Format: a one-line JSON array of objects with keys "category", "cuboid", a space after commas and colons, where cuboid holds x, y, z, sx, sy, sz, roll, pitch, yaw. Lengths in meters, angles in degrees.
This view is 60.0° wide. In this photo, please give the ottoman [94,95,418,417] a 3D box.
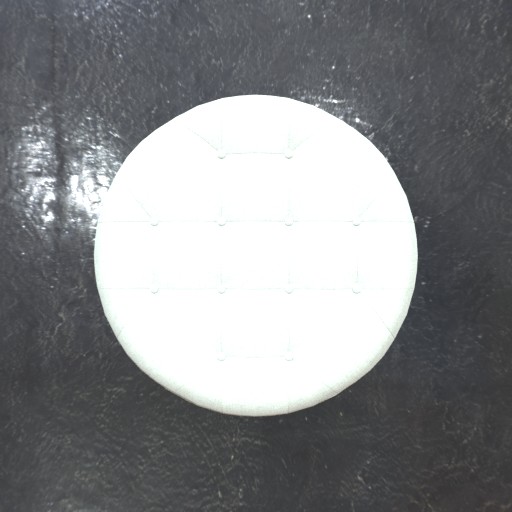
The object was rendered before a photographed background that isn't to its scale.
[{"category": "ottoman", "cuboid": [0.000, 0.000, 1.337, 0.850, 0.483, 0.850, 0, 90, 1]}]
